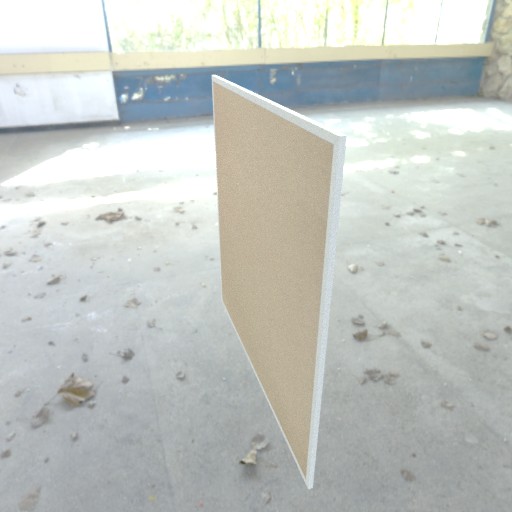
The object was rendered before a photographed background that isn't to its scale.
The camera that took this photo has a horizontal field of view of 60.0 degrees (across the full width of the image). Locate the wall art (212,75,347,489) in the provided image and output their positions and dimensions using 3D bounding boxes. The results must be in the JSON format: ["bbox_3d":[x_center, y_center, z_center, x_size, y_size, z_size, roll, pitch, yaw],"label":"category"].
[{"bbox_3d":[0.000,0.000,1.173,0.012,0.809,0.809,-9,30,-16],"label":"wall art"}]
